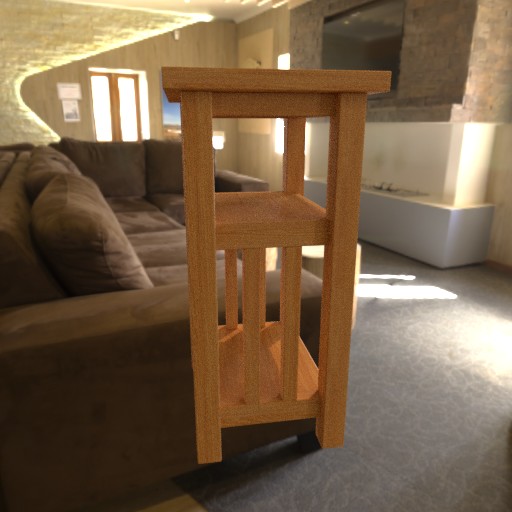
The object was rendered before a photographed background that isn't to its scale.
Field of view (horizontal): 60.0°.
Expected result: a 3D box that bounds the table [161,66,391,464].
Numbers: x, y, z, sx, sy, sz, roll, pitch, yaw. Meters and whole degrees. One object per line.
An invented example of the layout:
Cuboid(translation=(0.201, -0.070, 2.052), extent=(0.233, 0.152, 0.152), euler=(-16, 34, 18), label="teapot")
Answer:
Cuboid(translation=(0.000, 0.000, 0.751), extent=(0.270, 0.550, 0.350), euler=(-3, 17, -9), label="table")
